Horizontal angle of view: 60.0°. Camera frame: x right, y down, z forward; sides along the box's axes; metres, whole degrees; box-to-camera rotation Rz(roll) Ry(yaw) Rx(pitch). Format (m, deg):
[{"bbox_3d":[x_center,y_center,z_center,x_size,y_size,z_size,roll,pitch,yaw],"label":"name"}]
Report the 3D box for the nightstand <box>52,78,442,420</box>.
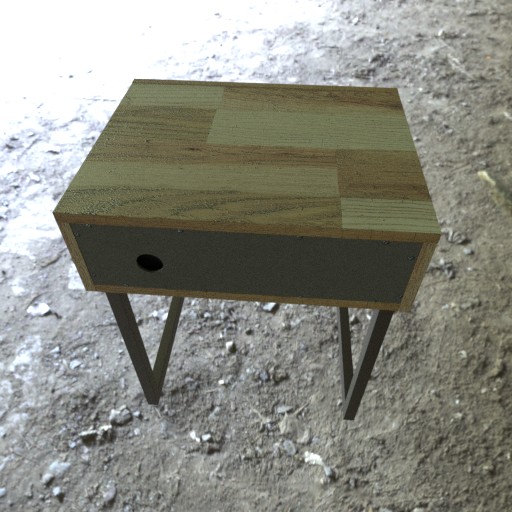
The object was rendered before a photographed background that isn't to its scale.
[{"bbox_3d":[0.000,0.000,1.021,0.558,0.632,0.481,3,46,3],"label":"nightstand"}]
